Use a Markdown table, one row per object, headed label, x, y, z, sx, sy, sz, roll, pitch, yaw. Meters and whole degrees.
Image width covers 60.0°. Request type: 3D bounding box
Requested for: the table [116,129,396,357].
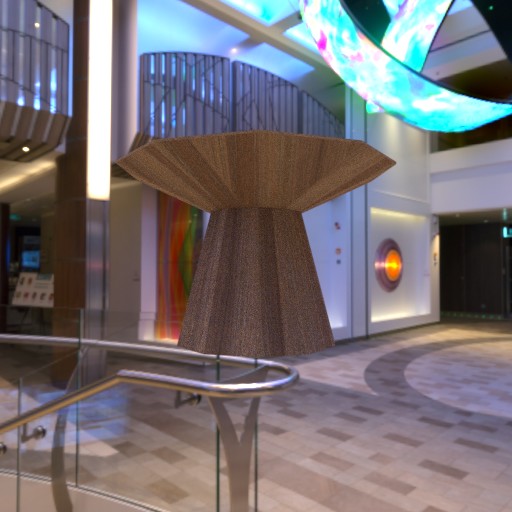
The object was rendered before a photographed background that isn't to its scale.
| label | x | y | z | sx | sy | sz | roll | pitch | yaw |
| --- | --- | --- | --- | --- | --- | --- | --- | --- | --- |
| table | 0.000 | 0.000 | 1.955 | 1.186 | 0.752 | 1.186 | 0 | -2 | 0 |
